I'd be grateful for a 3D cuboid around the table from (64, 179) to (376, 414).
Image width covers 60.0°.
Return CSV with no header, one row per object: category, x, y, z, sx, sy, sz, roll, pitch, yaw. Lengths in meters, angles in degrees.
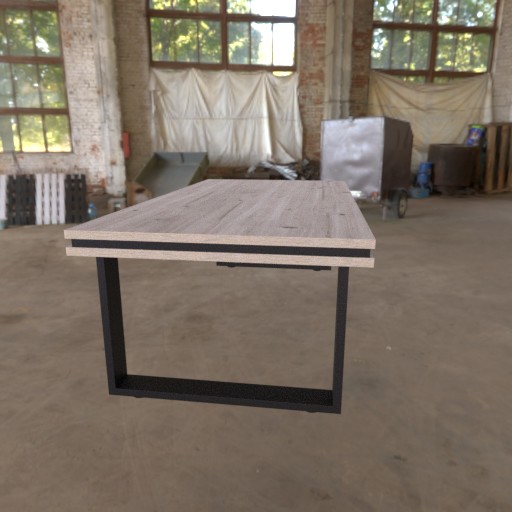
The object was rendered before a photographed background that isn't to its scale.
table,0.000,0.000,1.676,0.700,0.450,1.350,2,15,8
